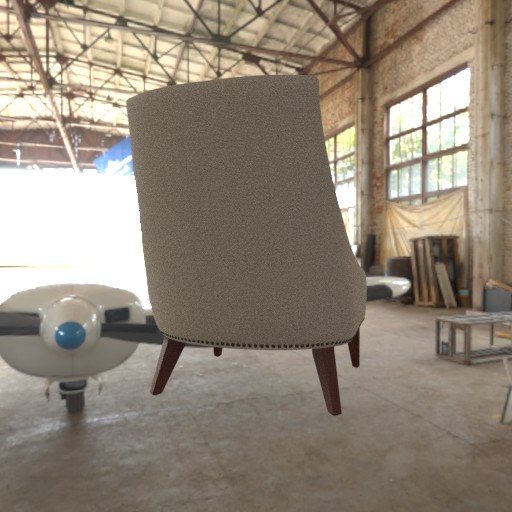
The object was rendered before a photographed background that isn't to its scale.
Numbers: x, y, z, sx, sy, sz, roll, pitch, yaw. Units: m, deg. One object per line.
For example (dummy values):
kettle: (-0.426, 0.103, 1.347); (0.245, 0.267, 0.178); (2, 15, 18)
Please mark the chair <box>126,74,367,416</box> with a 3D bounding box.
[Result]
chair: (0.000, 0.000, 1.519); (0.701, 0.909, 0.861); (0, 1, 18)
